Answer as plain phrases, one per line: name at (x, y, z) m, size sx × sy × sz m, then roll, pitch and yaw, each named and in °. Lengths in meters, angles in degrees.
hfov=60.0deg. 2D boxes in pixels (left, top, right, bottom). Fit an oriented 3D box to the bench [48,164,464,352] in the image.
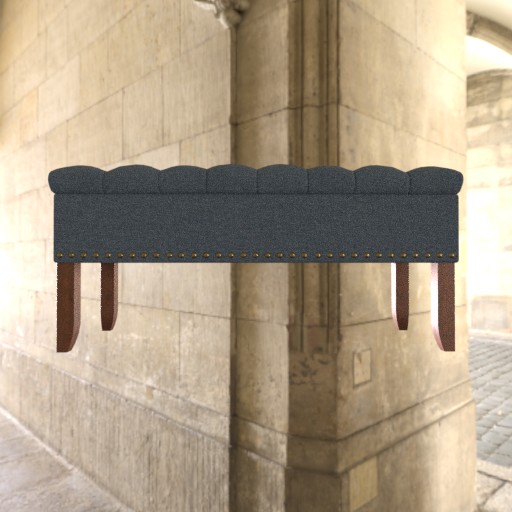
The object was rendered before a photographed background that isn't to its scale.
bench at (0.000, 0.000, 1.314) m, size 1.052 × 0.492 × 0.417 m, roll 0°, pitch -1°, yaw -1°
